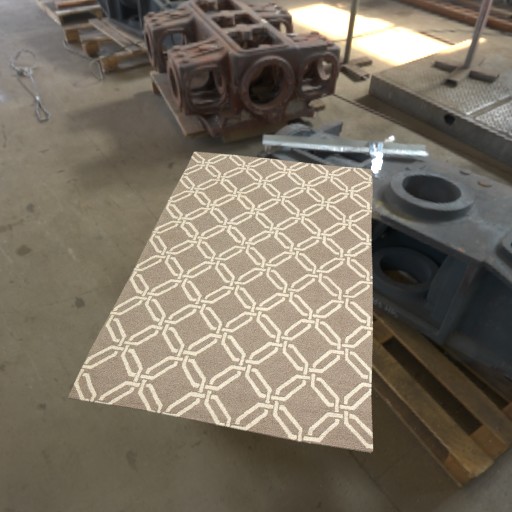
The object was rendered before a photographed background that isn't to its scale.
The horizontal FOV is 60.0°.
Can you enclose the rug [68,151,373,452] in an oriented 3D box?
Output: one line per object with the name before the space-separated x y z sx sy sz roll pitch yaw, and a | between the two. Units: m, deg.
rug | 0.000 0.000 2.198 1.142 0.010 1.748 7 46 7
